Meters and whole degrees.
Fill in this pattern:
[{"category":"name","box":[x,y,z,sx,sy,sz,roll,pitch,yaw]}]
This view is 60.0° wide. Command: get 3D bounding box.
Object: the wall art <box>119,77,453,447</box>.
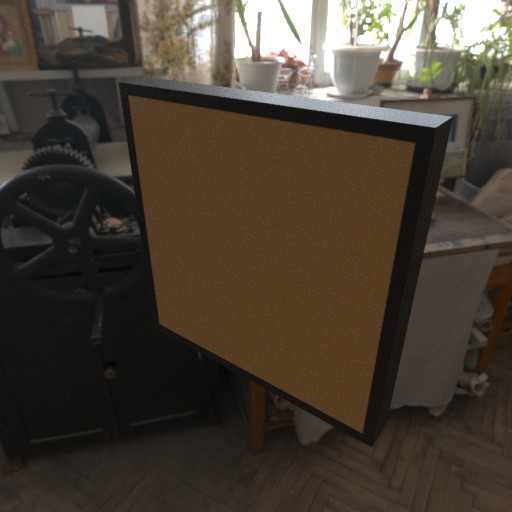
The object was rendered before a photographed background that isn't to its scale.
[{"category":"wall art","box":[0.000,0.000,0.440,0.304,0.304,0.038,20,36,31]}]
